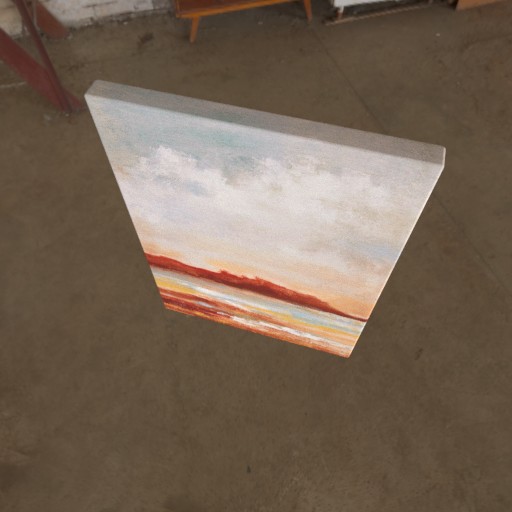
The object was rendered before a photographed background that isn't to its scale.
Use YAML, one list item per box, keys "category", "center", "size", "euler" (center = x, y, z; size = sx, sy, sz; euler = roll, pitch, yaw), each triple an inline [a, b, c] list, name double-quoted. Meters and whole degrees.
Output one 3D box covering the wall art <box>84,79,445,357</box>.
- category: "wall art"
  center: [0.000, 0.000, 0.784]
  size: [0.443, 0.605, 0.035]
  euler: [14, 58, 9]
